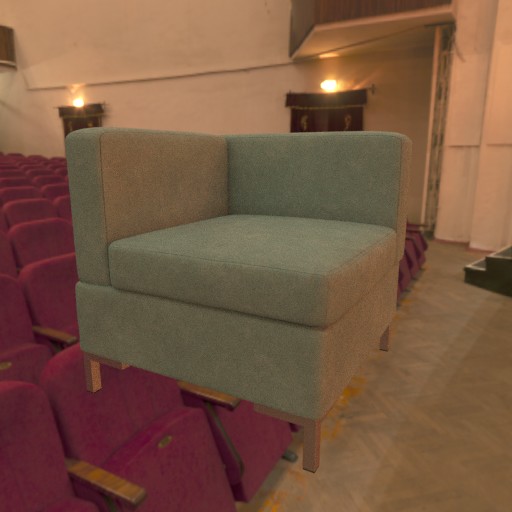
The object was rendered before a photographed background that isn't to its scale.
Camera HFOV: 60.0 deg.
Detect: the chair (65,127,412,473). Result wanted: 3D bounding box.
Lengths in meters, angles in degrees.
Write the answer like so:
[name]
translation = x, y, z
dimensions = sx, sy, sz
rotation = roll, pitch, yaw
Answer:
[chair]
translation = 0.000, 0.000, 1.190
dimensions = 0.680, 0.660, 0.680
rotation = 7, 15, 28
